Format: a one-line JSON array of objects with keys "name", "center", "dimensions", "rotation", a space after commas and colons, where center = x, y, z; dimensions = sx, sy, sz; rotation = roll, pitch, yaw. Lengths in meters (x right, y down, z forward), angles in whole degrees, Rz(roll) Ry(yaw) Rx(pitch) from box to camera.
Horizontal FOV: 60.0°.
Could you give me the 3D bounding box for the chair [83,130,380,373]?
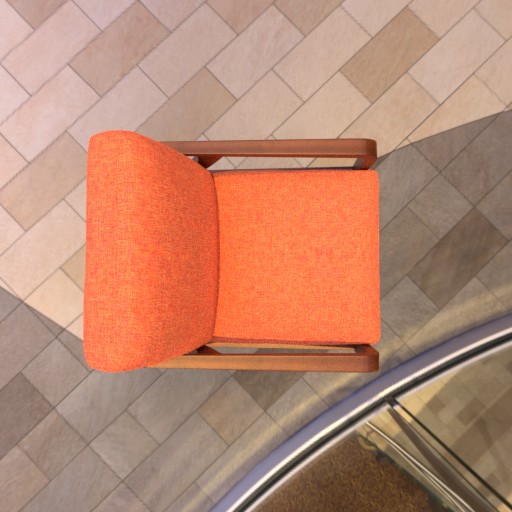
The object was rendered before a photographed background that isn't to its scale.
[{"name": "chair", "center": [0.000, 0.000, 1.490], "dimensions": [0.860, 0.890, 0.719], "rotation": [0, 88, 0]}]
